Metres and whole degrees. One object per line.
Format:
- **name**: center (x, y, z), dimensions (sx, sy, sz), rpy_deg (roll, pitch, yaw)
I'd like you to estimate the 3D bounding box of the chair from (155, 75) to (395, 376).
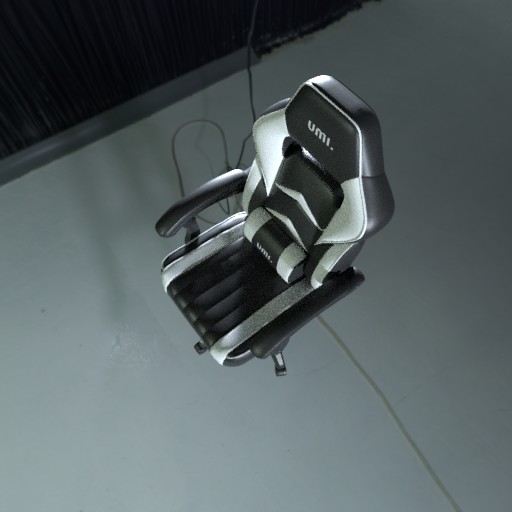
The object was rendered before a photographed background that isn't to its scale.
- **chair**: center (0.000, 0.000, 1.643), dimensions (0.700, 1.200, 0.676), rpy_deg (-35, 69, -16)
